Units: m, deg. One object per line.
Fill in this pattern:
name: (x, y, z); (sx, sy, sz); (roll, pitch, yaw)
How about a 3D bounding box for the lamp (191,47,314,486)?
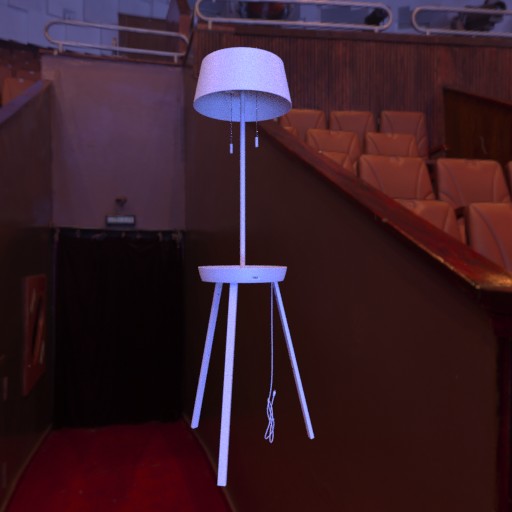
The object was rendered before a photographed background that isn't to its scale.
lamp: (0.000, 0.000, 1.667); (0.468, 1.429, 0.508); (0, 1, -18)
